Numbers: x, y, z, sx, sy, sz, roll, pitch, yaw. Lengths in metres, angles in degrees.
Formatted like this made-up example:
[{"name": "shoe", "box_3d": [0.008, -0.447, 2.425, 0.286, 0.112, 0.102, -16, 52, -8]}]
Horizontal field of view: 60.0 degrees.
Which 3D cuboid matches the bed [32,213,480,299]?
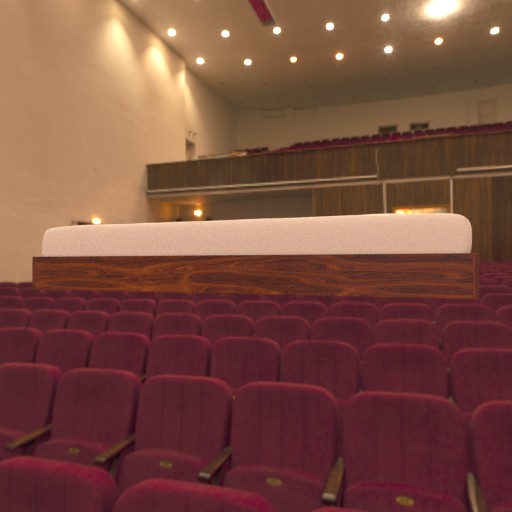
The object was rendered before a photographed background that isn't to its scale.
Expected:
[{"name": "bed", "box_3d": [0.000, 0.000, 2.188, 1.860, 0.312, 0.940, 0, -1, 19]}]
